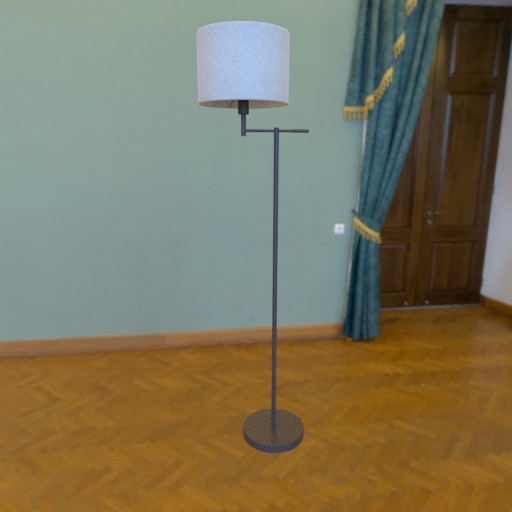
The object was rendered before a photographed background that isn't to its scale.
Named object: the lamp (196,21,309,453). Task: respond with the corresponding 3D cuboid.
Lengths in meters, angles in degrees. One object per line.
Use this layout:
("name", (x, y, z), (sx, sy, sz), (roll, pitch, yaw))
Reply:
("lamp", (0.000, 0.000, 1.743), (0.416, 1.600, 0.324), (-2, 14, -9))
